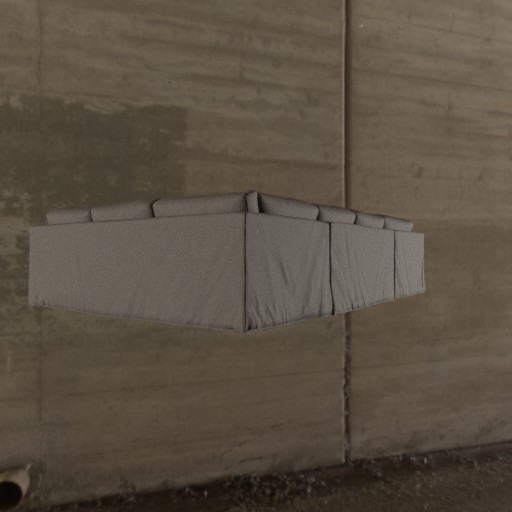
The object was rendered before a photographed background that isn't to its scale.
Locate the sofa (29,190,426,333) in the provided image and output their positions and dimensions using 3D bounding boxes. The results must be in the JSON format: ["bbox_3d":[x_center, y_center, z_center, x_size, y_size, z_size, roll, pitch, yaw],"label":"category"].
[{"bbox_3d":[0.000,0.000,4.568,2.476,0.878,3.528,0,0,36],"label":"sofa"}]
